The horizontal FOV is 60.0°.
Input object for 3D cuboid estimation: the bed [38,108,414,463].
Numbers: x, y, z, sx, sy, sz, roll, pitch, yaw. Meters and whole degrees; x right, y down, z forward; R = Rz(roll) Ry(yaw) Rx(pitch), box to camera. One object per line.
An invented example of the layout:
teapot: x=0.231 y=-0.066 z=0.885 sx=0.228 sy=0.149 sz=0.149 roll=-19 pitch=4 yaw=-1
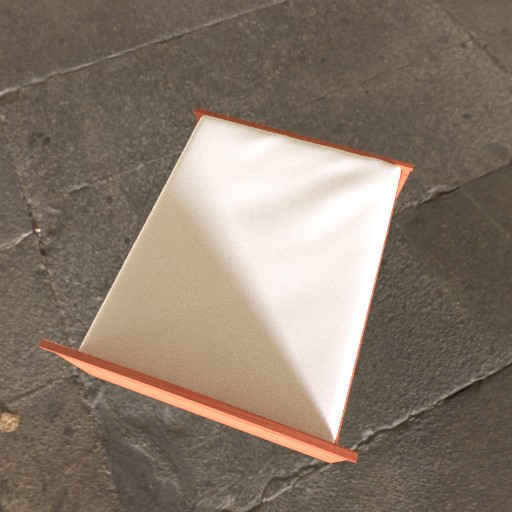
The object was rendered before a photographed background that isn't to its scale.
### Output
bed: x=0.000 y=0.000 z=2.925 sx=1.683 sy=0.848 sz=2.053 roll=17 pitch=65 yaw=8
